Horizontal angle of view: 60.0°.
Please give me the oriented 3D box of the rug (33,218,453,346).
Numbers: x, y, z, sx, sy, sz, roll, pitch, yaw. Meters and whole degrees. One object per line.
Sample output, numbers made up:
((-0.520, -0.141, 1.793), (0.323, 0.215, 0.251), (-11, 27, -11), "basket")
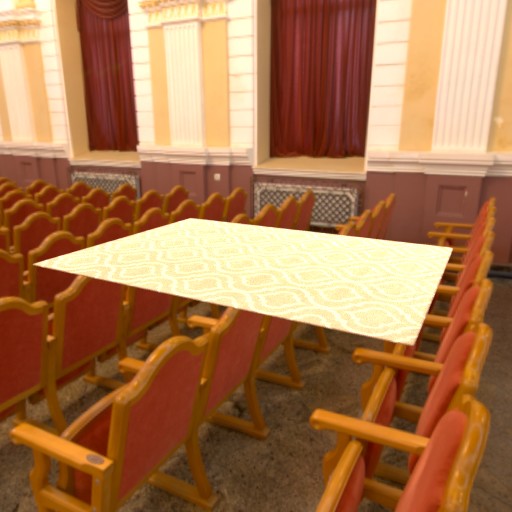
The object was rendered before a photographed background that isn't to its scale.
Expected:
((0.000, 0.000, 4.335), (3.353, 0.010, 2.438), (8, 18, 27), "rug")
